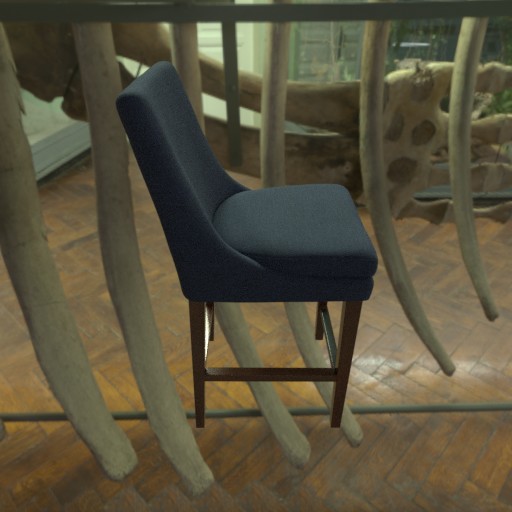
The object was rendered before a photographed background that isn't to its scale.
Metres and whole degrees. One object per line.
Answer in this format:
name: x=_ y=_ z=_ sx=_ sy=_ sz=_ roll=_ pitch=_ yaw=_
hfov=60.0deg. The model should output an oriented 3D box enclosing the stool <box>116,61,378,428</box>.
stool: x=0.000 y=0.000 z=1.272 sx=0.577 sy=0.981 sz=0.470 roll=0 pitch=32 yaw=0
